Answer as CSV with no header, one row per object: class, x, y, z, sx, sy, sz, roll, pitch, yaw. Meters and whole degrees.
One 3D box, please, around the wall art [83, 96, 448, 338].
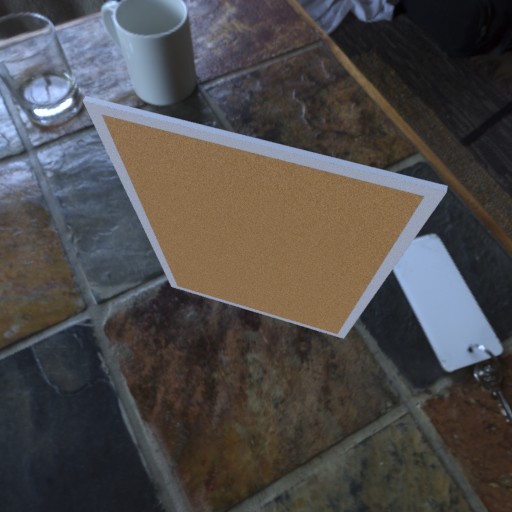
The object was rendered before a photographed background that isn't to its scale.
wall art,0.000,0.000,1.195,0.659,0.940,0.013,16,66,7
